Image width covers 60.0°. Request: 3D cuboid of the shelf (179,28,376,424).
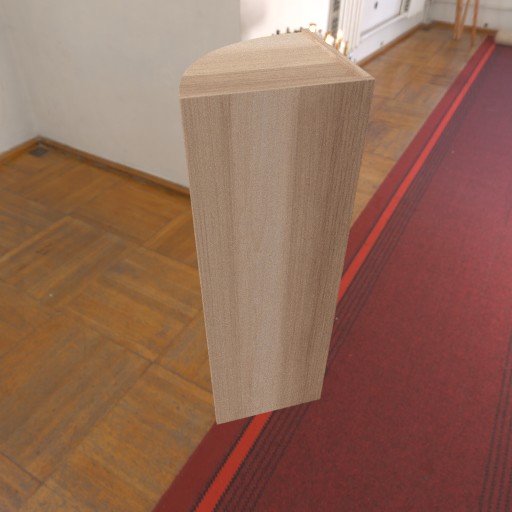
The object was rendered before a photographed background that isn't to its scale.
[{"bbox_3d":[0.000,0.000,1.019,0.290,0.872,0.290,-10,42,-11],"label":"shelf"}]
